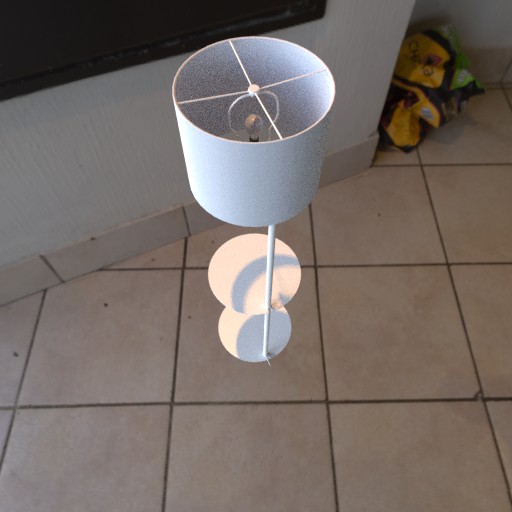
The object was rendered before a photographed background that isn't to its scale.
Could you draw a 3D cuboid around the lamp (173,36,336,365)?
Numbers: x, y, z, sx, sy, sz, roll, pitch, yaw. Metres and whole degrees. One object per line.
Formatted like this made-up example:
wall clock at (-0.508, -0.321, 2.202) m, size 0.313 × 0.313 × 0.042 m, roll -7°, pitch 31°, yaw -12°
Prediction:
lamp at (0.000, 0.000, 1.633) m, size 0.372 × 1.465 × 0.405 m, roll -17°, pitch 60°, yaw -10°
